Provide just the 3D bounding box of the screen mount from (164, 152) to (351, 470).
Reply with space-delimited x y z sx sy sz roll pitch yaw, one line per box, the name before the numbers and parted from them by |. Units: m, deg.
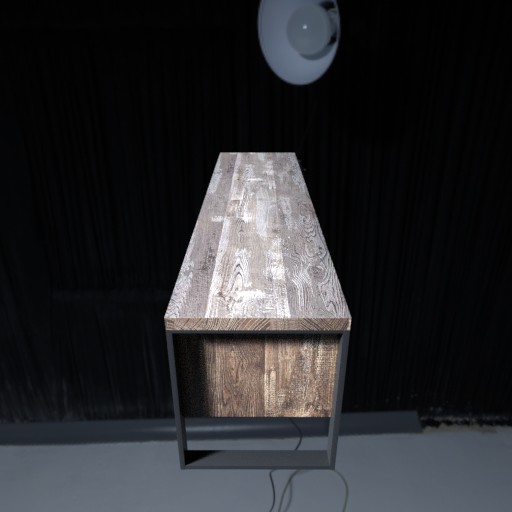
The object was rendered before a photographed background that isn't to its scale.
screen mount | 0.000 0.000 1.693 0.395 0.450 1.524 0 26 0
